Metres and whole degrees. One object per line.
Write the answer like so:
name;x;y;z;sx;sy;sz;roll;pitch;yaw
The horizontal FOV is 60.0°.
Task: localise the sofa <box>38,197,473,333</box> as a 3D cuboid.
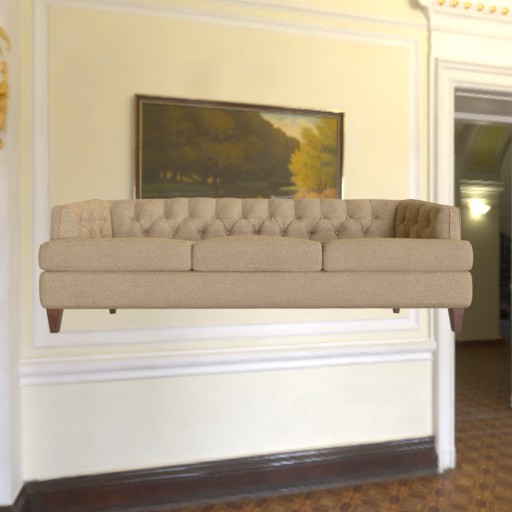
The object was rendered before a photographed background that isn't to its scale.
sofa;0.000;0.000;2.683;2.235;0.788;0.913;0;0;-1
